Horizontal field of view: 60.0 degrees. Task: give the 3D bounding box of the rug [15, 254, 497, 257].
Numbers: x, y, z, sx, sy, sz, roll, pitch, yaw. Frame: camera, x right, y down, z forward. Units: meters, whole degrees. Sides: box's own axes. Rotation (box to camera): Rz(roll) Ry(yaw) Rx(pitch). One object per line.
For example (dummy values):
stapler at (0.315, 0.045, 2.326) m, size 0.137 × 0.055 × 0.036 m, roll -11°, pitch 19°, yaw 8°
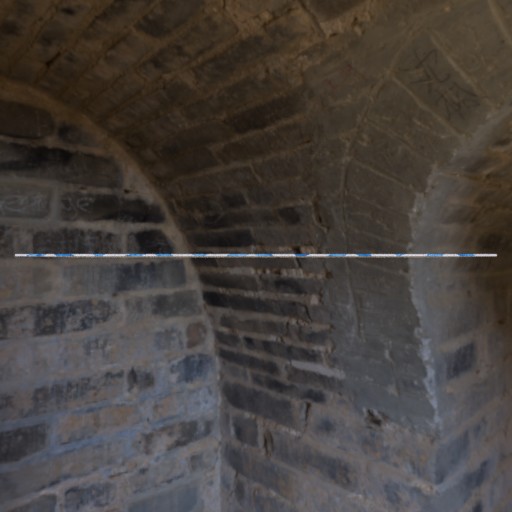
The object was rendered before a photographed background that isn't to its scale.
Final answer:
rug at (0.000, 0.000, 1.618) m, size 1.492 × 0.007 × 0.503 m, roll 0°, pitch -1°, yaw 0°
